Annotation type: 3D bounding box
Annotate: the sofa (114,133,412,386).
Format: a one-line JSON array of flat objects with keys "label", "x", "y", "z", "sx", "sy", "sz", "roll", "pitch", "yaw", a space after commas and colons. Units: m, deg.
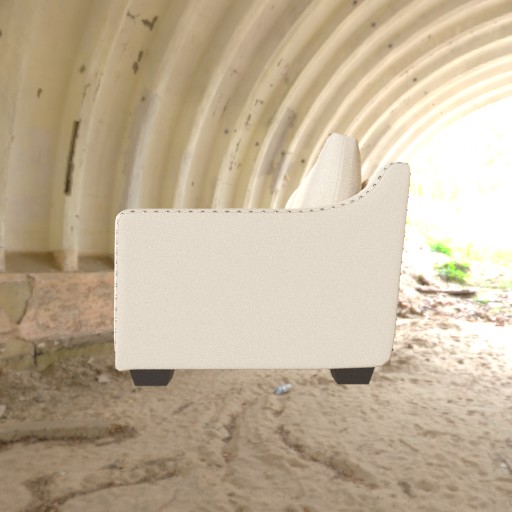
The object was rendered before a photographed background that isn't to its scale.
[{"label": "sofa", "x": 0.000, "y": 0.000, "z": 2.260, "sx": 0.949, "sy": 0.830, "sz": 1.812, "roll": 0, "pitch": -1, "yaw": 0}]
